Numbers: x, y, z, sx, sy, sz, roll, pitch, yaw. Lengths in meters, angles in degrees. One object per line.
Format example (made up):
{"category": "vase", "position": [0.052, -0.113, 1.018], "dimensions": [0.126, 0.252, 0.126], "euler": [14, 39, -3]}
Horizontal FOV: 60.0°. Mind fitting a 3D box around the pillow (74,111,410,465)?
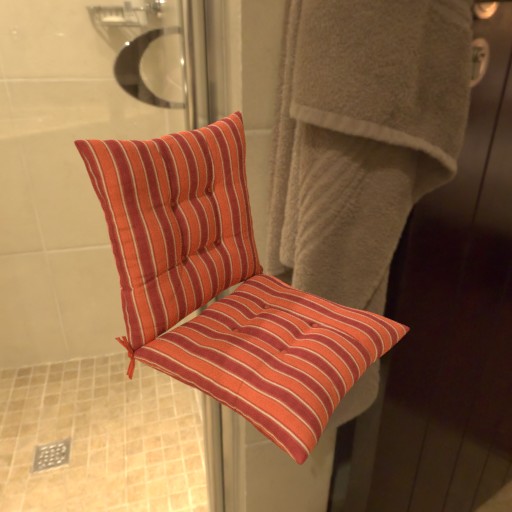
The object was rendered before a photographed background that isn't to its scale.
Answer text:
{"category": "pillow", "position": [0.000, 0.000, 0.996], "dimensions": [0.585, 0.536, 0.541], "euler": [18, 31, 33]}
